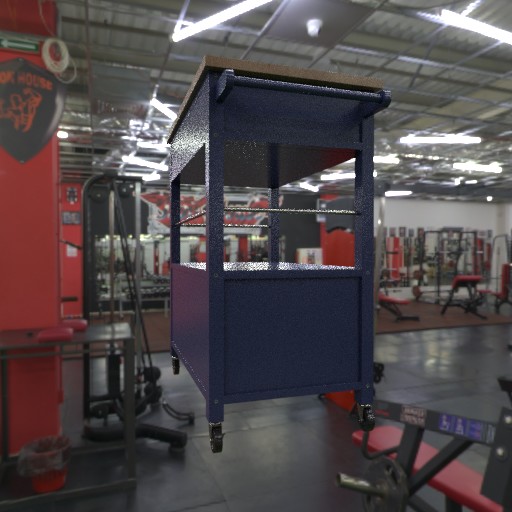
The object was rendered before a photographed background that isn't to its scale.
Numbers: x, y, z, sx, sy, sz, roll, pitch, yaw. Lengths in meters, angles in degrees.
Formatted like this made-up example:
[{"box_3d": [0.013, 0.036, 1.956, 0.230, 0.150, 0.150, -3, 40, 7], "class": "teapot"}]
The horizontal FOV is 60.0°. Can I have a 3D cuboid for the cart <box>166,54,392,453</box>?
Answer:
[{"box_3d": [0.000, 0.000, 1.383, 0.459, 0.901, 0.840, 0, 1, -18], "class": "cart"}]
